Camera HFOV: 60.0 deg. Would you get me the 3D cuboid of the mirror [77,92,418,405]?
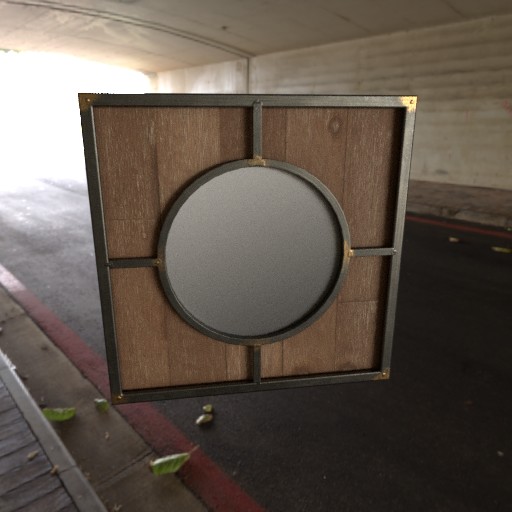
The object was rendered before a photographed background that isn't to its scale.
[{"bbox_3d":[0.000,0.000,0.555,0.382,0.381,0.020,-3,17,-9],"label":"mirror"}]
